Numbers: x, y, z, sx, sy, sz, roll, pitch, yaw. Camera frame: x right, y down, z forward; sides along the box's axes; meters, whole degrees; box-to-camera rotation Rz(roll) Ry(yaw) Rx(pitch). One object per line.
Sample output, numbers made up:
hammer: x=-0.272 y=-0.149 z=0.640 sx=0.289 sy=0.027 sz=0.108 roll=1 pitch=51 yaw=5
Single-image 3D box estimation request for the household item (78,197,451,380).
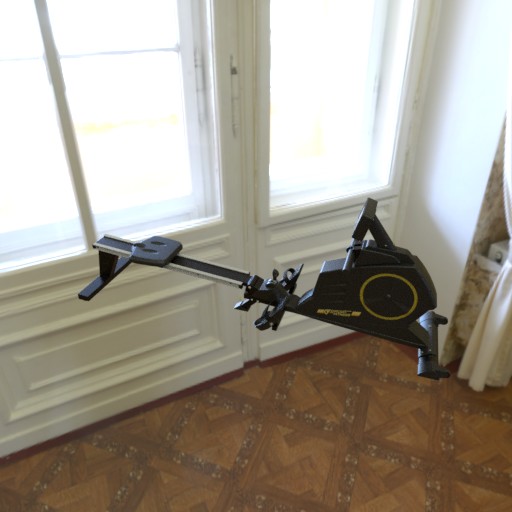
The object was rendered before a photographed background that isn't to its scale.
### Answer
household item: x=0.000 y=0.000 z=2.573 sx=2.251 sy=0.810 sz=0.521 roll=10 pitch=32 yaw=16
